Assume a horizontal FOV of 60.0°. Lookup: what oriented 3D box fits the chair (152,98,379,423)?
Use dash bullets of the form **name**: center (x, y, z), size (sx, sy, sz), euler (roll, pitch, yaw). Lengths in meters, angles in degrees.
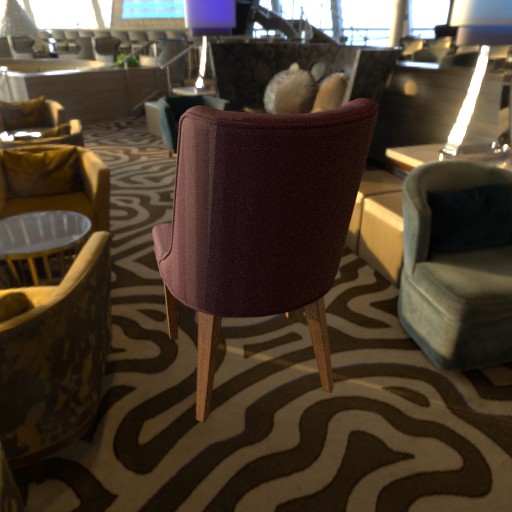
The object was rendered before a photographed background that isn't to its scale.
- **chair**: center (0.000, 0.000, 1.297), size (0.548, 0.916, 0.638), euler (-8, 28, -15)
